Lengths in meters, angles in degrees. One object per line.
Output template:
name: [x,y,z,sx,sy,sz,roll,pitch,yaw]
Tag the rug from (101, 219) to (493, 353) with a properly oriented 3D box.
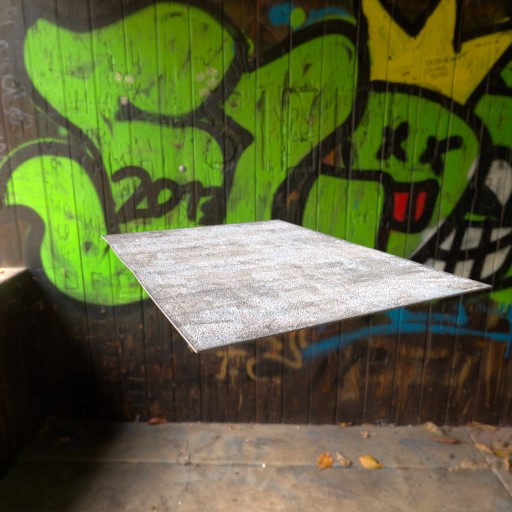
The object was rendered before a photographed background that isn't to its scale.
rug: [0.000,0.000,4.283,2.393,0.013,3.307,-7,16,-26]
